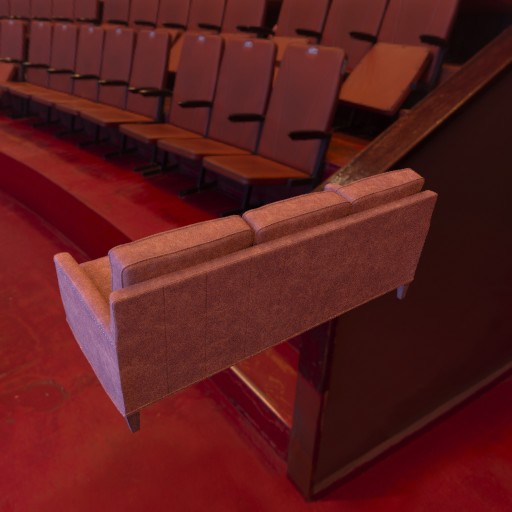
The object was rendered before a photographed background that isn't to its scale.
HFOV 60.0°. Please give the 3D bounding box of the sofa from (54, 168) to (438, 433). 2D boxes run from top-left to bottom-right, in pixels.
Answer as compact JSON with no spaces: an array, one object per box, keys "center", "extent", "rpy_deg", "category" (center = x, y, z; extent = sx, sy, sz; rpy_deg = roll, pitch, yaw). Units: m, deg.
[{"center":[0.000,0.000,2.865],"extent":[2.246,1.003,1.084],"rpy_deg":[-19,33,-31],"category":"sofa"}]
